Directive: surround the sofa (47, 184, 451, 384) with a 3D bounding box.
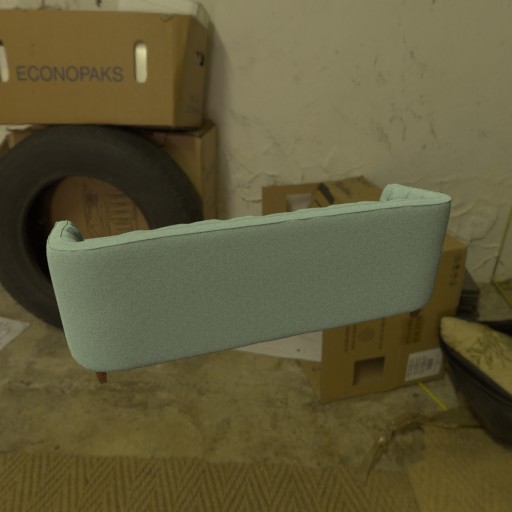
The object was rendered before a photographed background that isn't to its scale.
[{"bbox_3d":[0.000,0.000,2.737,2.278,0.855,0.941,-8,29,-16],"label":"sofa"}]
